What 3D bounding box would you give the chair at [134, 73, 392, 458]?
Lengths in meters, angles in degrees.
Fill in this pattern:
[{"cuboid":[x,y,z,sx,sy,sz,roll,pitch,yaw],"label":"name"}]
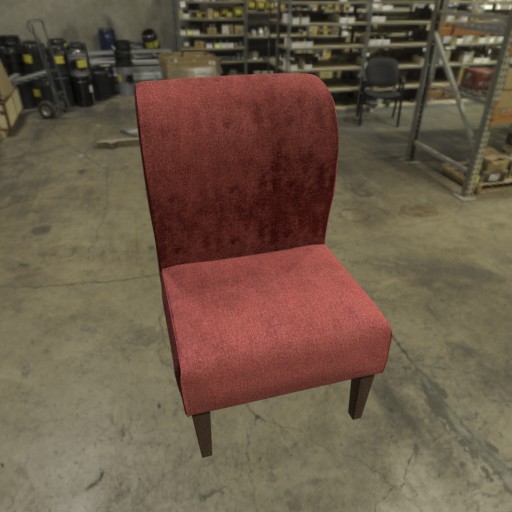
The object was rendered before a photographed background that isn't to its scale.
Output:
[{"cuboid":[0.000,0.000,1.232,0.538,0.846,0.640,-8,33,-13],"label":"chair"}]
